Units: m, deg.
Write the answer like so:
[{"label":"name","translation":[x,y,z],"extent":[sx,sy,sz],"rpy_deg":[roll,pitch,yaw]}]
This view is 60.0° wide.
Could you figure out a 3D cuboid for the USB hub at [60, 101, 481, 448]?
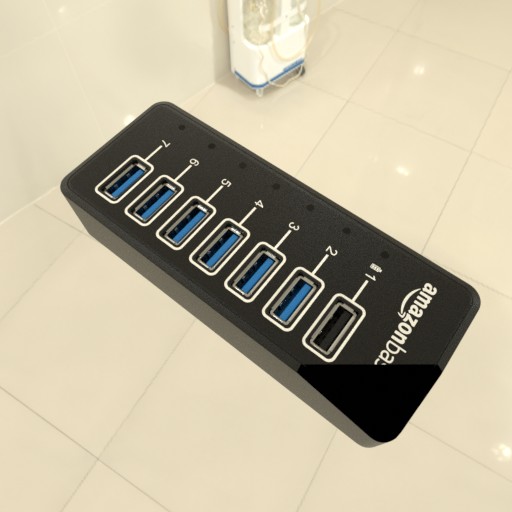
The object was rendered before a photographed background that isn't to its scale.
[{"label":"USB hub","translation":[0.000,0.000,0.126],"extent":[0.110,0.023,0.044],"rpy_deg":[35,68,17]}]
